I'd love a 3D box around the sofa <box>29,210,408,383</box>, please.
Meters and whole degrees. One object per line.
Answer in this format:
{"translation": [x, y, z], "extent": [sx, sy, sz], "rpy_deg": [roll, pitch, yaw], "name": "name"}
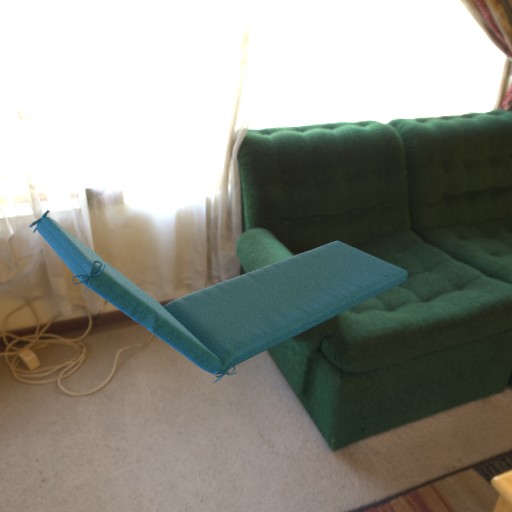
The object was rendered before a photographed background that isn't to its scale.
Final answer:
{"translation": [0.000, 0.000, 1.973], "extent": [1.663, 0.622, 0.582], "rpy_deg": [-19, 32, -33], "name": "sofa"}
